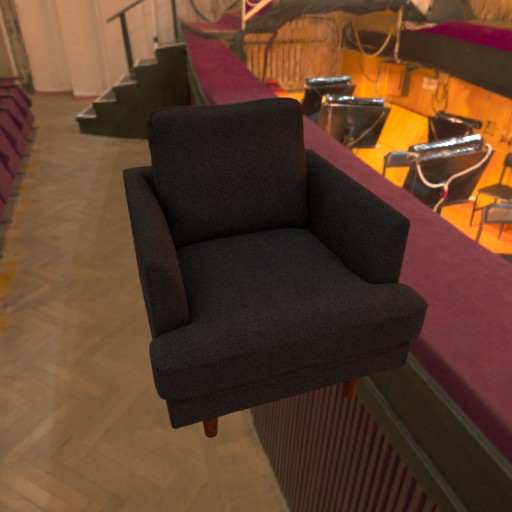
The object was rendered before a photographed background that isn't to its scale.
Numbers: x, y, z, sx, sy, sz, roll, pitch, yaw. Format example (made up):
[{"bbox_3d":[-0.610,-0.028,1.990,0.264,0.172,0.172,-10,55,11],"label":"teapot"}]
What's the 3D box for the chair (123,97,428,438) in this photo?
[{"bbox_3d":[0.000,0.000,1.604,0.858,0.957,0.899,-10,33,-16],"label":"chair"}]
